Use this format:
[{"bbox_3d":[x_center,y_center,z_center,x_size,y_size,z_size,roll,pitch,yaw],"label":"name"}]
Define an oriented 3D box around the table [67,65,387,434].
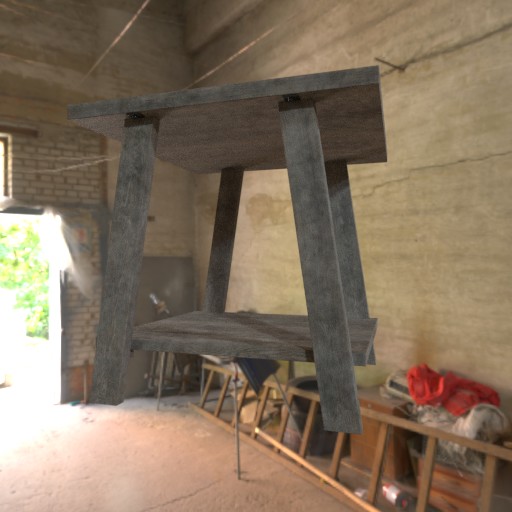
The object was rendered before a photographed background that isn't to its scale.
[{"bbox_3d":[0.000,0.000,1.094,0.610,0.610,0.610,0,0,18],"label":"table"}]
